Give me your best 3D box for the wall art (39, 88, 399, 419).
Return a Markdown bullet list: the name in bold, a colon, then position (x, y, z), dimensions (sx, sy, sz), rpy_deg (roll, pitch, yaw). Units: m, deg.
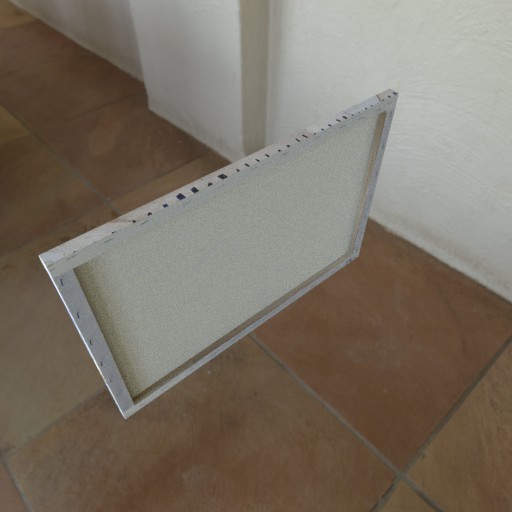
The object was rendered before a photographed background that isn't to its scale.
- **wall art**: position (0.000, 0.000, 1.435), dimensions (1.143, 0.757, 0.038), rpy_deg (-31, 54, -26)
